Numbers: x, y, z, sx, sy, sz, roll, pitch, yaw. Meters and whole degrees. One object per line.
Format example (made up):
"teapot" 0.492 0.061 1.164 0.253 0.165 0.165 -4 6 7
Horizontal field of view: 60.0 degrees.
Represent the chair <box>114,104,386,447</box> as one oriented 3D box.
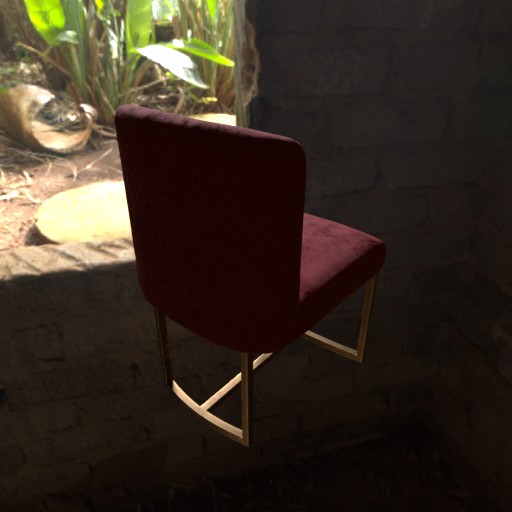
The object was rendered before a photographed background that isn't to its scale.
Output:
"chair" 0.000 0.000 1.206 0.530 0.824 0.560 22 37 34
